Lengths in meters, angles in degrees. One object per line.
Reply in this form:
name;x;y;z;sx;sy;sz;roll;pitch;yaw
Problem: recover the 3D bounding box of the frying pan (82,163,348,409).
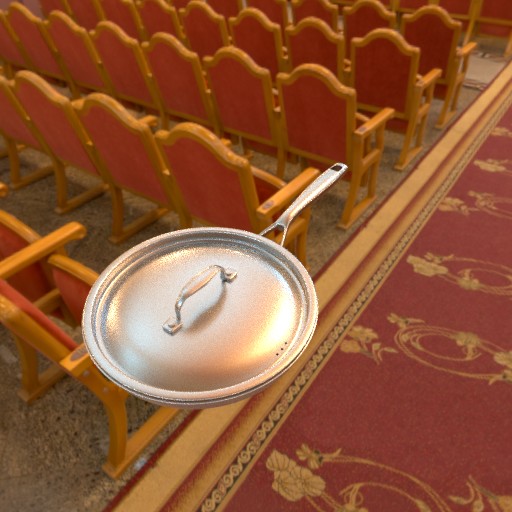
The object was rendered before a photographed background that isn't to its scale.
frying pan;0.000;0.000;0.595;0.272;0.086;0.490;25;47;26
